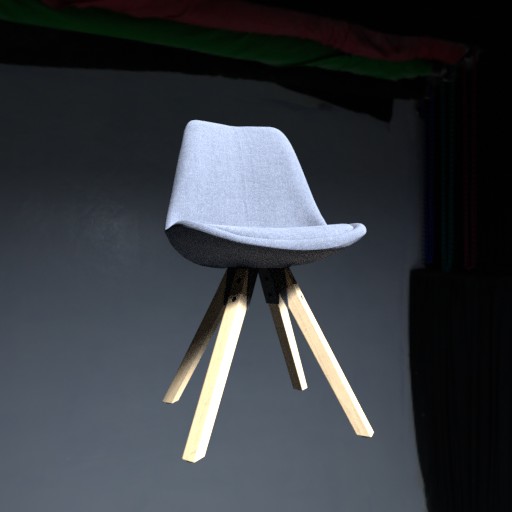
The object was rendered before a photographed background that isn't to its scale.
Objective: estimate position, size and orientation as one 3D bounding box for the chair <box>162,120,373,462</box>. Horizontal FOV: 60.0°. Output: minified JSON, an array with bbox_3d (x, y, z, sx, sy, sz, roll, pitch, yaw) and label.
[{"bbox_3d":[0.000,0.000,1.193,0.485,0.850,0.550,0,0,-18],"label":"chair"}]
